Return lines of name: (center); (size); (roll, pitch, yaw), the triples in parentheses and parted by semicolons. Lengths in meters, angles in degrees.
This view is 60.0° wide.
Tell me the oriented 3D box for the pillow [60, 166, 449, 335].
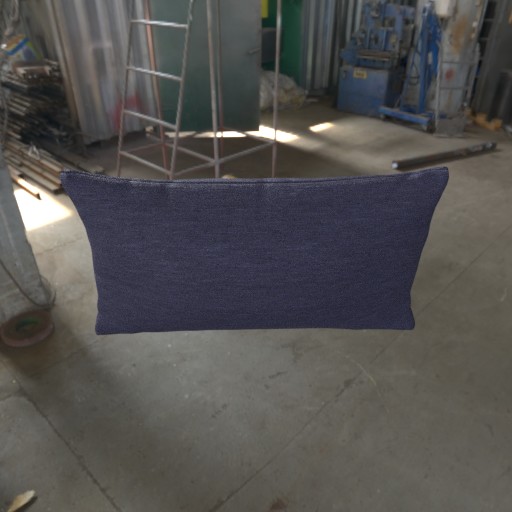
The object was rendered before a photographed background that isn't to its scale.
pillow: (0.000, 0.000, 0.806); (0.633, 0.338, 0.210); (-1, 32, -1)
